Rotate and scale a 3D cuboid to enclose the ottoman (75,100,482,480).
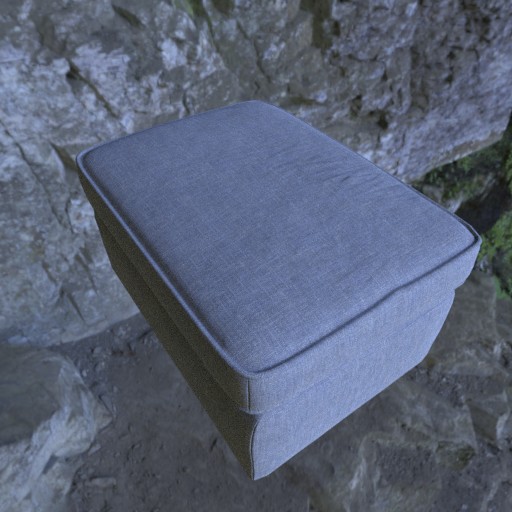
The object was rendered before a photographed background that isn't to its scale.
[{"bbox_3d":[0.000,0.000,1.053,0.559,0.457,0.762,-26,49,-25],"label":"ottoman"}]
